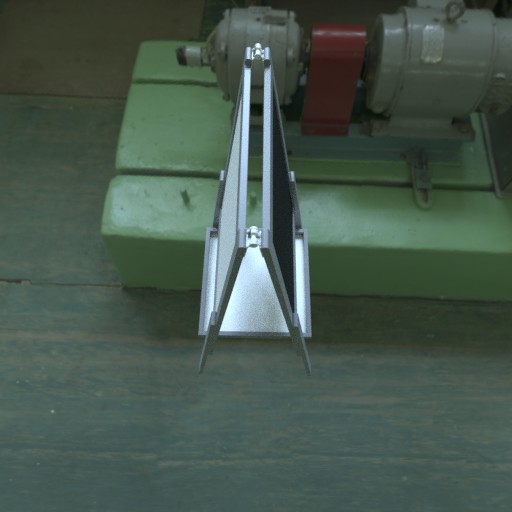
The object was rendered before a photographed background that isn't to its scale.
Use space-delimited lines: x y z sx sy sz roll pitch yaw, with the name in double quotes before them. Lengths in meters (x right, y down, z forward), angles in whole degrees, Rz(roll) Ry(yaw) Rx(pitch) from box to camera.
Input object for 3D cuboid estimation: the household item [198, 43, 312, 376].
"household item" 0.000 0.000 1.442 0.469 1.172 0.531 1 64 0
